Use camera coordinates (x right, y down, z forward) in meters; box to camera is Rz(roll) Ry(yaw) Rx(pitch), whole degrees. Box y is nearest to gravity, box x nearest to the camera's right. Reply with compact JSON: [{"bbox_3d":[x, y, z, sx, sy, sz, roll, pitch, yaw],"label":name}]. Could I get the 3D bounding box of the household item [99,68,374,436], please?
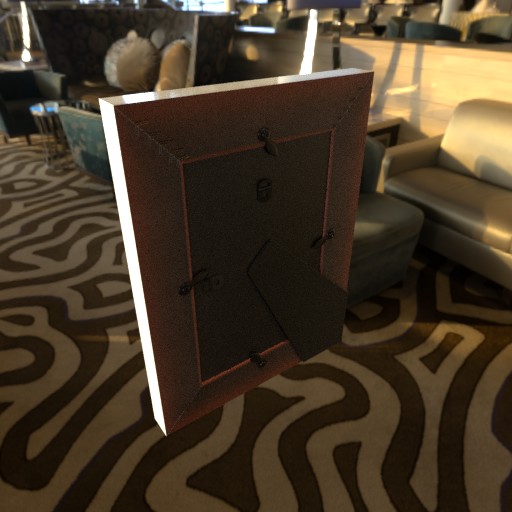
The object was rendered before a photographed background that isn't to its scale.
[{"bbox_3d":[0.000,0.000,0.293,0.165,0.216,0.025,-20,36,-30],"label":"household item"}]
